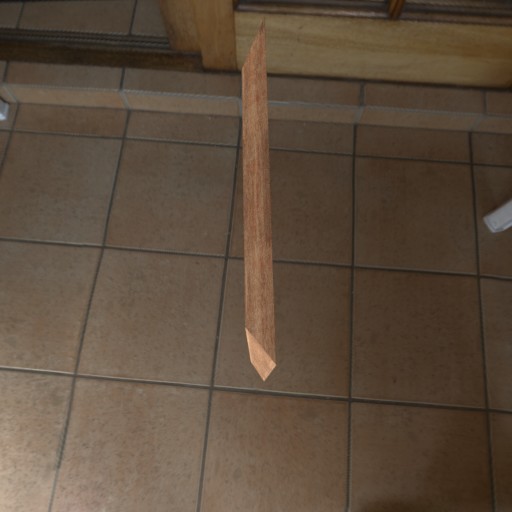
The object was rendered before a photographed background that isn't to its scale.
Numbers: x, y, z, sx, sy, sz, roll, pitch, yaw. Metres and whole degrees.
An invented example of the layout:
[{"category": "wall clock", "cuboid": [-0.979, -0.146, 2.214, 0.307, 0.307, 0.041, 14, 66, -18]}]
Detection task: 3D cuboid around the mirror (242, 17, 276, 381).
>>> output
[{"category": "mirror", "cuboid": [0.000, 0.000, 1.237, 0.047, 1.010, 0.651, -1, 73, 0]}]
